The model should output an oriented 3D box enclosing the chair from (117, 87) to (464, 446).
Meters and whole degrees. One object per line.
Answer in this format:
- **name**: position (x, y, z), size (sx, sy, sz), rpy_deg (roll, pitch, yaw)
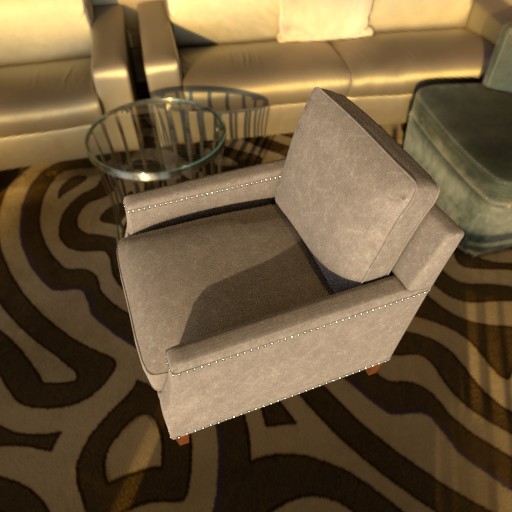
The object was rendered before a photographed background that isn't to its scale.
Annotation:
- **chair**: position (0.000, 0.000, 1.690), size (1.014, 0.948, 0.853), rpy_deg (-16, 49, -14)
